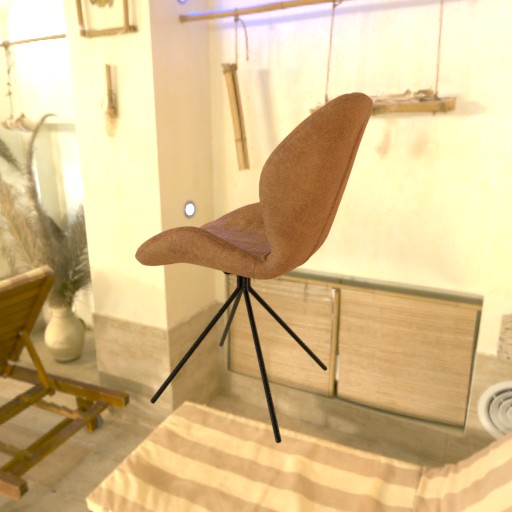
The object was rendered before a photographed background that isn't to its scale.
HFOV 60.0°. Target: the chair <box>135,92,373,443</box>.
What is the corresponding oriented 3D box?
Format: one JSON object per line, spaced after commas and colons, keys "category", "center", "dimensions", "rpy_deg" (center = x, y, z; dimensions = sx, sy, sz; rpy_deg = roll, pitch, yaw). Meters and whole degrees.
{"category": "chair", "center": [0.000, 0.000, 1.368], "dimensions": [0.640, 0.929, 0.527], "rpy_deg": [7, 17, 25]}
